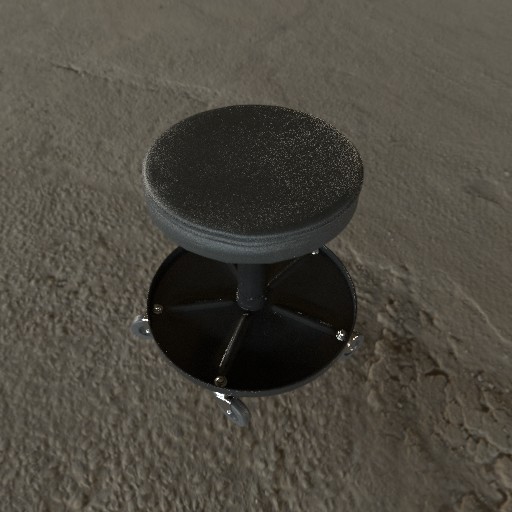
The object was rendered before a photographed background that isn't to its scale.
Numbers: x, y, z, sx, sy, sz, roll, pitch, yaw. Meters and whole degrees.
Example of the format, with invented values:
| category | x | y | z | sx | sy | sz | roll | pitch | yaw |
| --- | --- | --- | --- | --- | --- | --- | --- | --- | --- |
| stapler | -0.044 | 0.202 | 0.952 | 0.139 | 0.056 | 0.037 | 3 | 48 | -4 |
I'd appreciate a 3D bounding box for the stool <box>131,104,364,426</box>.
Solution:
| category | x | y | z | sx | sy | sz | roll | pitch | yaw |
| --- | --- | --- | --- | --- | --- | --- | --- | --- | --- |
| stool | 0.000 | 0.000 | 0.679 | 0.381 | 0.365 | 0.382 | 17 | 50 | 15 |
